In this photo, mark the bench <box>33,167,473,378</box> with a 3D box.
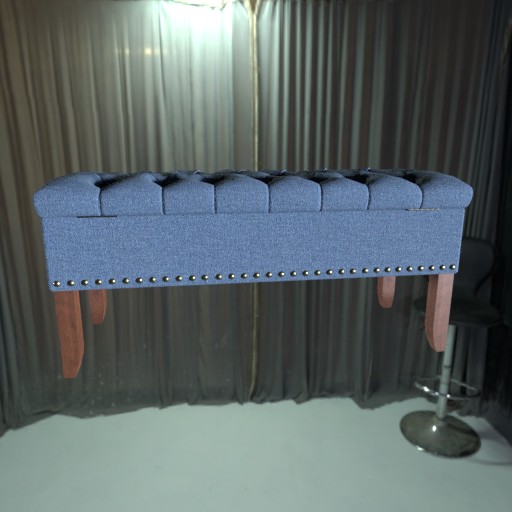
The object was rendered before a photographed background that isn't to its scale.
[{"bbox_3d":[0.000,0.000,1.284,1.052,0.492,0.417,-2,14,-8],"label":"bench"}]
